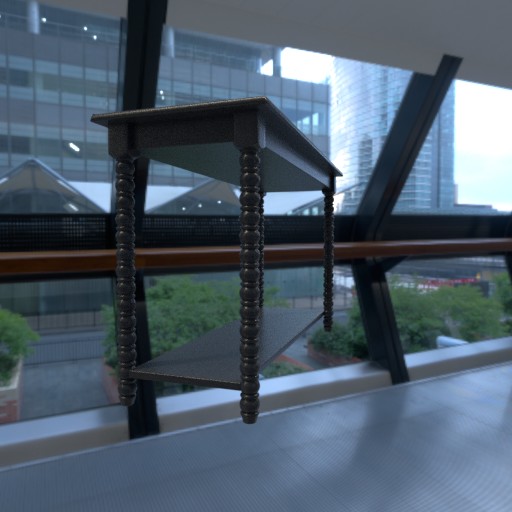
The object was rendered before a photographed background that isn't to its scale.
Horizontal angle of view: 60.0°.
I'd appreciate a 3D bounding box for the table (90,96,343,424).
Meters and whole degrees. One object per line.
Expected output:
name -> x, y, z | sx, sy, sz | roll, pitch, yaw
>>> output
table -> 0.000, 0.000, 1.583 | 0.459, 0.735, 1.184 | 1, 2, 19
